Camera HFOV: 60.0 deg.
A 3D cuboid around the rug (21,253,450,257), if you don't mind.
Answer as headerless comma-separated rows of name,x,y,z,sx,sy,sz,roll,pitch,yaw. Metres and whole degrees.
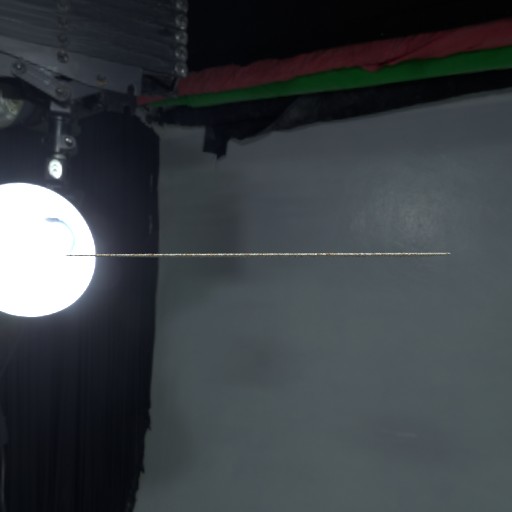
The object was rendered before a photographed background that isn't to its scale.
rug,0.000,0.000,3.897,2.939,0.009,2.313,0,0,18
